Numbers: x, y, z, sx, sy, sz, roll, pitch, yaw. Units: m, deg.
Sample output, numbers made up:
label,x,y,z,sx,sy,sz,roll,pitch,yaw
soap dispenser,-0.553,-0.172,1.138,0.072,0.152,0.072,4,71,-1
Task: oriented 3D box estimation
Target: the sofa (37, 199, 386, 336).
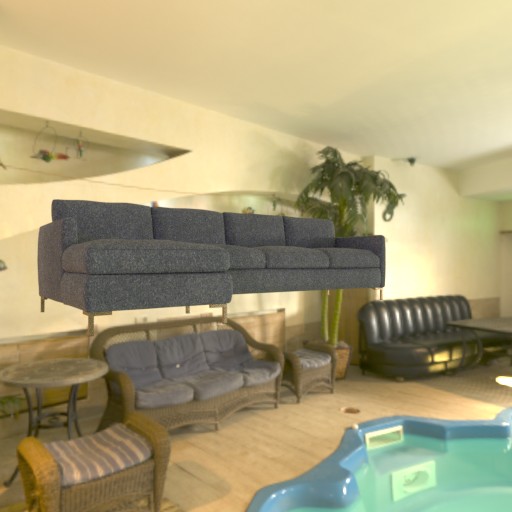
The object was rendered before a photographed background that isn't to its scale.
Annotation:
label,x,y,z,sx,sy,sz,roll,pitch,yaw
sofa,0.000,0.000,3.458,2.932,0.810,1.350,1,-1,-36
